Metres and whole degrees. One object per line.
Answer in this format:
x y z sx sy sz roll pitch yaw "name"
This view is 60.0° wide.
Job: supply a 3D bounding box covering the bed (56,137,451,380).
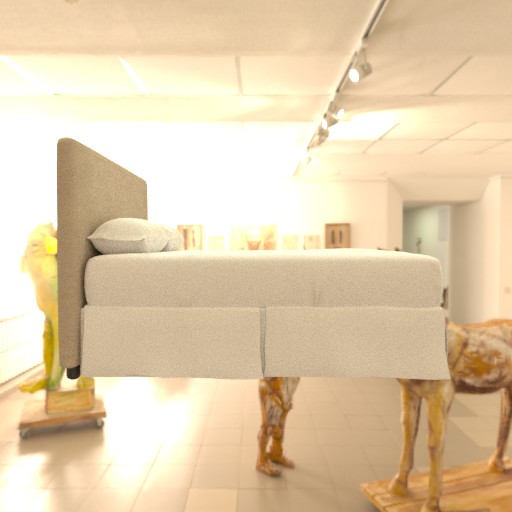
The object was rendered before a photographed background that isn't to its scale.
0.000 0.000 3.196 2.162 1.330 1.713 0 2 0 "bed"
